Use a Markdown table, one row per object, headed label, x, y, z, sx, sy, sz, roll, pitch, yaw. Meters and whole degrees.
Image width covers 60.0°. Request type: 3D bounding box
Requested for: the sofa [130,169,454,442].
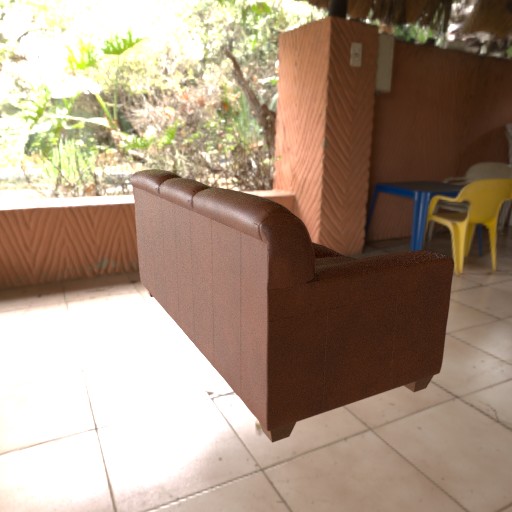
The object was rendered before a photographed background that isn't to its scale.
| label | x | y | z | sx | sy | sz | roll | pitch | yaw |
| --- | --- | --- | --- | --- | --- | --- | --- | --- | --- |
| sofa | 0.000 | 0.000 | 2.632 | 1.008 | 0.953 | 2.039 | -8 | 17 | -27 |
